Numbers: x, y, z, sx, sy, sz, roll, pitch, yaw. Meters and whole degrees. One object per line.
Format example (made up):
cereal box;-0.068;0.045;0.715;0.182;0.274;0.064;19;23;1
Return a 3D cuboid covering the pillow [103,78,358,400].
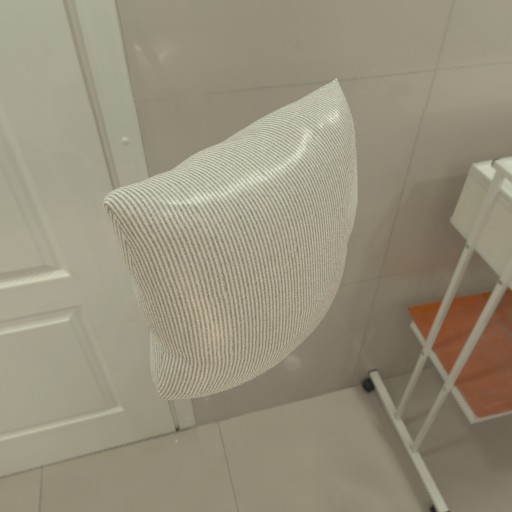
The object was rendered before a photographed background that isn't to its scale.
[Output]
pillow;0.000;0.000;0.705;0.387;0.432;0.310;-11;43;-11
